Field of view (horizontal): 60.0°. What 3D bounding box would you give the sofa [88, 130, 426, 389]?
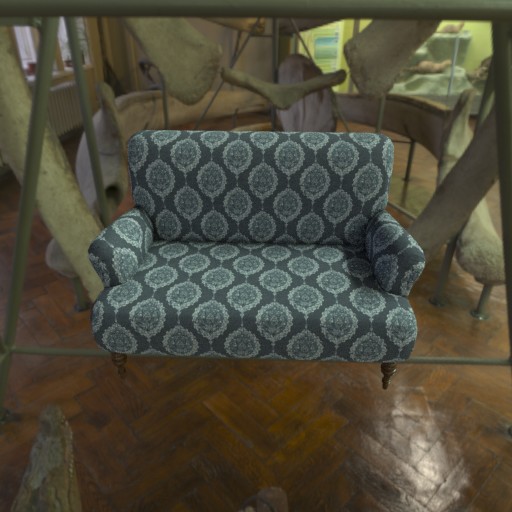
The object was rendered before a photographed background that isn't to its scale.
[{"bbox_3d":[0.000,0.000,1.878,1.297,0.867,0.779,1,29,3],"label":"sofa"}]
